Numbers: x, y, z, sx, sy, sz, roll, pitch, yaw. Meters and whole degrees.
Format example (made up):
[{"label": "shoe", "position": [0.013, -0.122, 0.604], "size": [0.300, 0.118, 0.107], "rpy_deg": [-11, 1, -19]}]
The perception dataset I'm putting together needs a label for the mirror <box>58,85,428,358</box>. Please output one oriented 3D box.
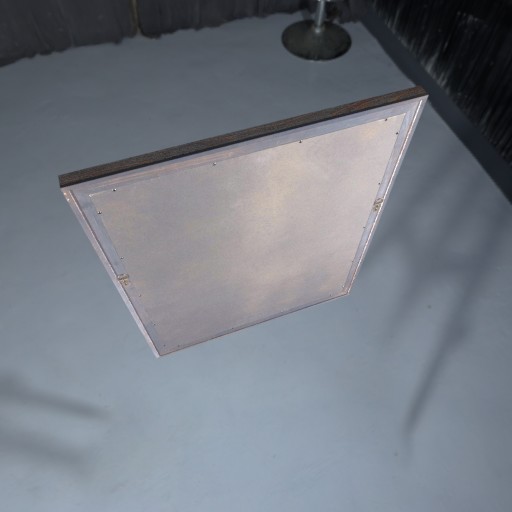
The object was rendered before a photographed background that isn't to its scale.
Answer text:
[{"label": "mirror", "position": [0.000, 0.000, 1.213], "size": [0.730, 0.882, 0.032], "rpy_deg": [-17, 60, -10]}]
